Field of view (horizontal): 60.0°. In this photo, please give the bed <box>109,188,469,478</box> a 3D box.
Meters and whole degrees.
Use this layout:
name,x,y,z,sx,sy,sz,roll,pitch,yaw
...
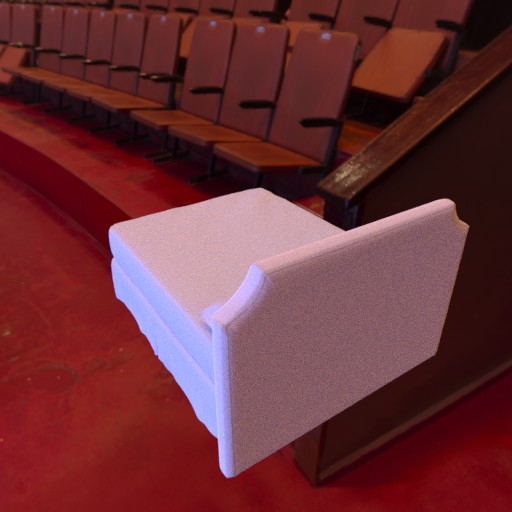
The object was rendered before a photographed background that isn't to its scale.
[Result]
name,x,y,z,sx,sy,sz,roll,pitch,yaw
bed,0.000,0.000,3.329,1.828,1.297,2.164,-19,35,-29
